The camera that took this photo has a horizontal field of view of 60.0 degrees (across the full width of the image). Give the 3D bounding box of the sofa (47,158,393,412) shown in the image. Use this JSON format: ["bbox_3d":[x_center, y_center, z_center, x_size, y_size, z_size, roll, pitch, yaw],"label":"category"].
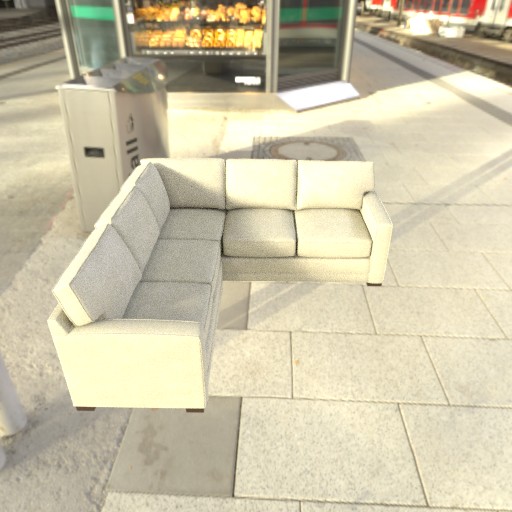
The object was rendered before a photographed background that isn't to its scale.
[{"bbox_3d":[0.000,0.000,3.388,2.211,0.936,2.188,0,31,0],"label":"sofa"}]
